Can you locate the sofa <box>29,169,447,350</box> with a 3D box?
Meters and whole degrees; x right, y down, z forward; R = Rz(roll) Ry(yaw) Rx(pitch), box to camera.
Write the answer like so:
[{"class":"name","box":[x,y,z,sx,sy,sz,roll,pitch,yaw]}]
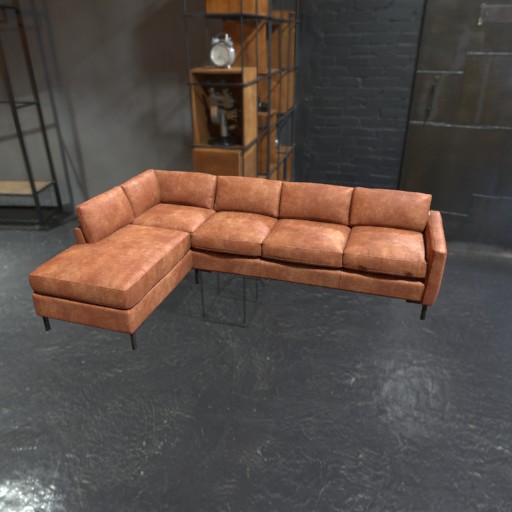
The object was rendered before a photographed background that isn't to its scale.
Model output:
[{"class":"sofa","box":[0.000,0.000,3.737,2.984,0.877,1.938,8,27,15]}]
